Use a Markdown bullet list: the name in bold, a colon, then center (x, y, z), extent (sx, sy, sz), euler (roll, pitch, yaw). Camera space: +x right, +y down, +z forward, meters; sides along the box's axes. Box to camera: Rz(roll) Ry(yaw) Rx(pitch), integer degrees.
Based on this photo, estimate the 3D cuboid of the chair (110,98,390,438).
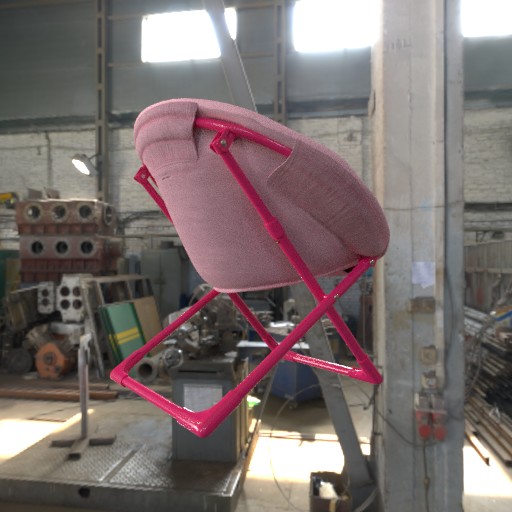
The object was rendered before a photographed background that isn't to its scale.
- **chair**: center (0.000, 0.000, 0.869), extent (0.459, 0.494, 0.522), euler (1, -1, -36)
